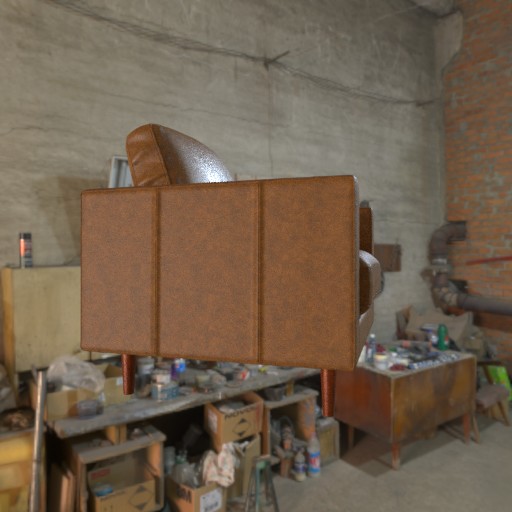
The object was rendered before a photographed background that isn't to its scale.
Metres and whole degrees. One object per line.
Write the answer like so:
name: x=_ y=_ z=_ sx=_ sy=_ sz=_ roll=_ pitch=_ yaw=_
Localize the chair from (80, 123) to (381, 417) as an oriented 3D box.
chair: x=0.000 y=0.000 z=1.710 sx=0.909 sy=0.956 sz=0.890 roll=0 pitch=0 yaw=18
